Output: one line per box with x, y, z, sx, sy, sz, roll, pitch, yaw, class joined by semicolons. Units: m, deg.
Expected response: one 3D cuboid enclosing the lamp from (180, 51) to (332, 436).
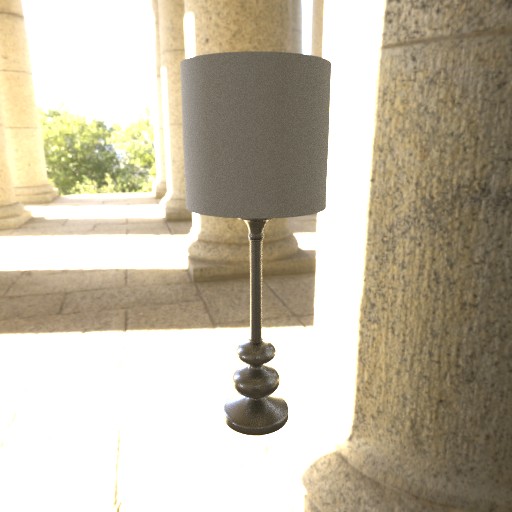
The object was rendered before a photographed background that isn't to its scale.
0.000;0.000;0.834;0.254;0.690;0.254;-14;20;-43;lamp
